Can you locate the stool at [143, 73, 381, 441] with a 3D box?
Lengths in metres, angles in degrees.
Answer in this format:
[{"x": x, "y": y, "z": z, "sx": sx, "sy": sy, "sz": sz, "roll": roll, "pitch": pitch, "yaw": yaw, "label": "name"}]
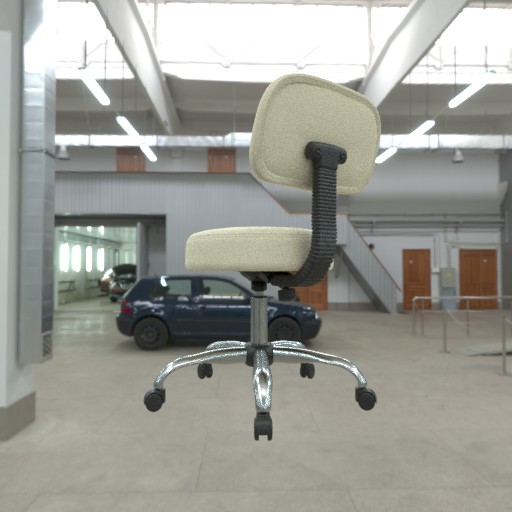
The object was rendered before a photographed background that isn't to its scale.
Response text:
[{"x": 0.000, "y": 0.000, "z": 1.271, "sx": 0.609, "sy": 0.810, "sz": 0.616, "roll": 1, "pitch": -2, "yaw": -37, "label": "stool"}]
